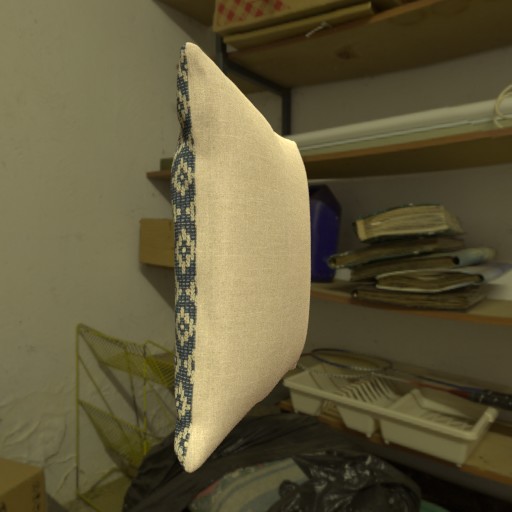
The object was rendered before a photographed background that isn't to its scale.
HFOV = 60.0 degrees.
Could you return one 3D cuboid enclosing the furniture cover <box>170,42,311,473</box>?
[{"bbox_3d":[0.000,0.000,0.643,0.139,0.431,0.431,0,0,19],"label":"furniture cover"}]
